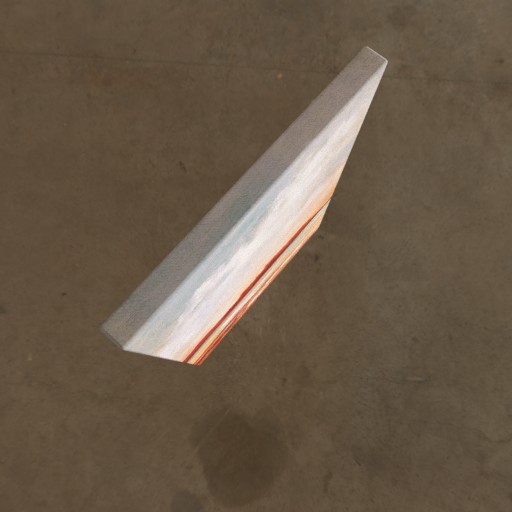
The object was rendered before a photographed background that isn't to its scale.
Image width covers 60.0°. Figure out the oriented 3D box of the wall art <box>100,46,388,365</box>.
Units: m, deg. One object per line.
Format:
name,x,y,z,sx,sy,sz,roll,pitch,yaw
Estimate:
wall art,0.000,0.000,0.773,0.035,0.605,0.443,40,78,10
